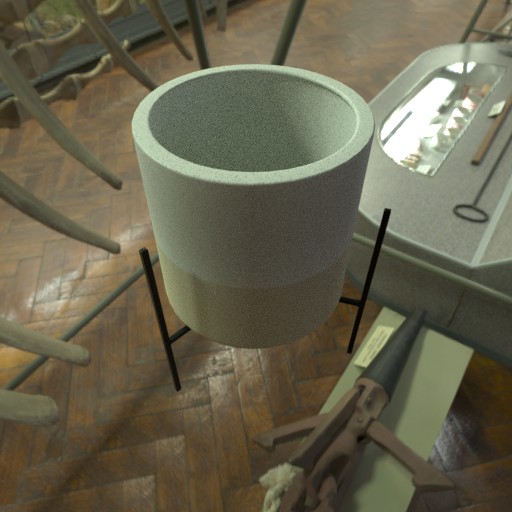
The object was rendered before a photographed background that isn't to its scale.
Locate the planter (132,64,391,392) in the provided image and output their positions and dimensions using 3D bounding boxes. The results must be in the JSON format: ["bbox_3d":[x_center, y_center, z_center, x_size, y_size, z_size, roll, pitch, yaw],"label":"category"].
[{"bbox_3d":[0.000,0.000,0.549,0.263,0.362,0.267,26,51,23],"label":"planter"}]
